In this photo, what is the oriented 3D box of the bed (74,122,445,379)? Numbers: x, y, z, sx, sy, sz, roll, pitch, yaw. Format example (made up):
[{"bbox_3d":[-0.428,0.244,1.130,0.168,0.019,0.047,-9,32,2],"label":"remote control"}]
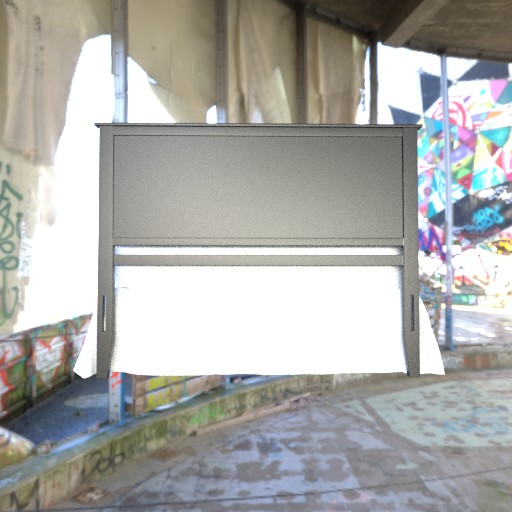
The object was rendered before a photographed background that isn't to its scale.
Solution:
[{"bbox_3d":[0.000,0.000,3.214,1.870,1.270,2.050,0,-2,-1],"label":"bed"}]
